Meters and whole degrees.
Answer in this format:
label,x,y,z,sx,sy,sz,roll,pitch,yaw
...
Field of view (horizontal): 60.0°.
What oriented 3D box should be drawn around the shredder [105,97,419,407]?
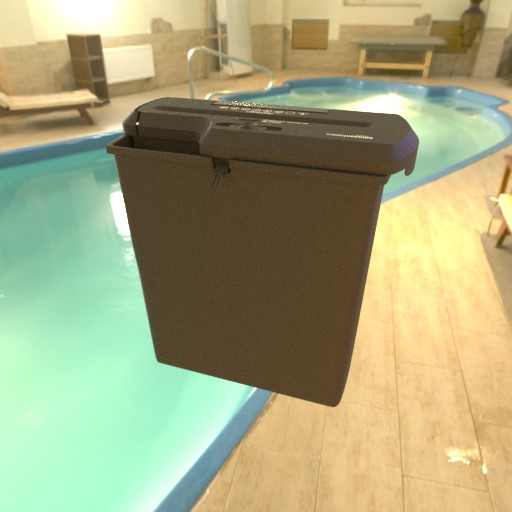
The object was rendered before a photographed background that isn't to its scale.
label,x,y,z,sx,sy,sz,roll,pitch,yaw
shredder,0.000,0.000,0.534,0.320,0.335,0.170,10,32,16
